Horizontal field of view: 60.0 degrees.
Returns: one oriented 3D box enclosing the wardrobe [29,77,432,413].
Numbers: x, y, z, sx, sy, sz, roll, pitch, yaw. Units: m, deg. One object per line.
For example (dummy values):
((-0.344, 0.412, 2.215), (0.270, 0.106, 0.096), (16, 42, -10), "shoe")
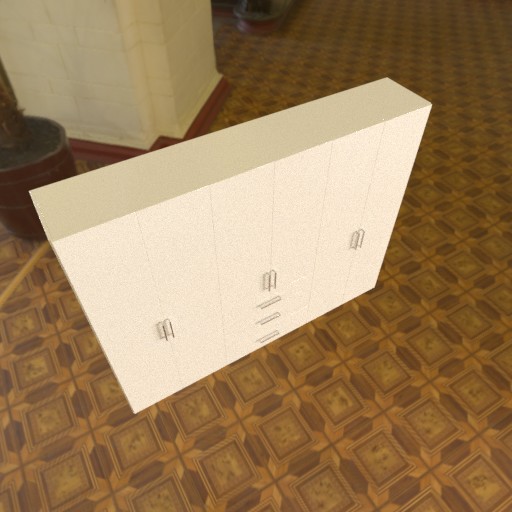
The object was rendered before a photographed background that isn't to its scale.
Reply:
((0.000, 0.000, 4.024), (3.000, 2.360, 0.580), (-24, 52, -20), "wardrobe")
